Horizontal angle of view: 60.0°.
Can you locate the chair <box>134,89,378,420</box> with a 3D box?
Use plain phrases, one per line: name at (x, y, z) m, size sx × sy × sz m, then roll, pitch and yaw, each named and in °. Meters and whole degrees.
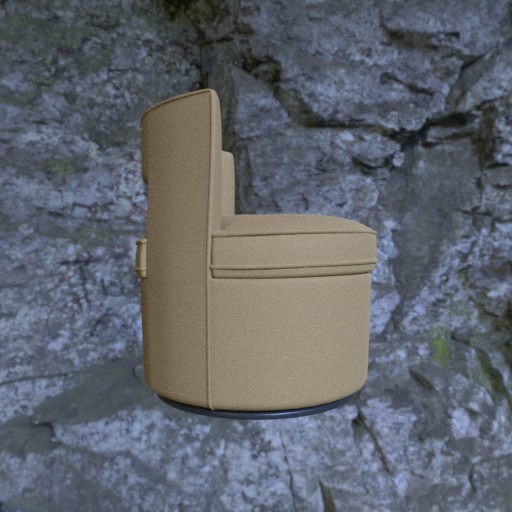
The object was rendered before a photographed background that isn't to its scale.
chair at (0.000, 0.000, 1.243) m, size 0.665 × 0.723 × 0.650 m, roll 0°, pitch 0°, yaw 0°
